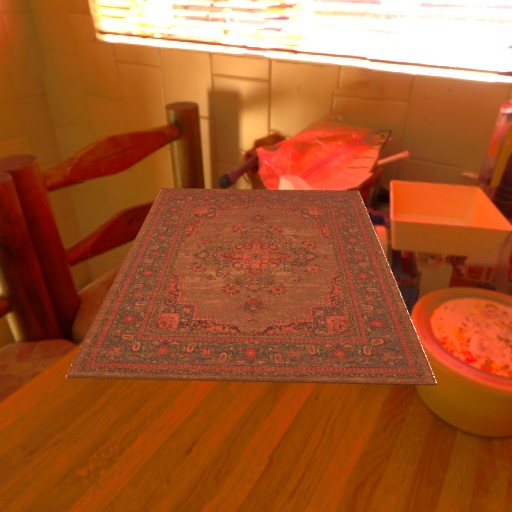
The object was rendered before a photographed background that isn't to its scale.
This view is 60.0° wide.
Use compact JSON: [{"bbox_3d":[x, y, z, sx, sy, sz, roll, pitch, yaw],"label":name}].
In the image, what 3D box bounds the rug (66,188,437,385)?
[{"bbox_3d":[0.000,0.000,4.180,2.434,0.013,3.057,1,32,1],"label":"rug"}]
